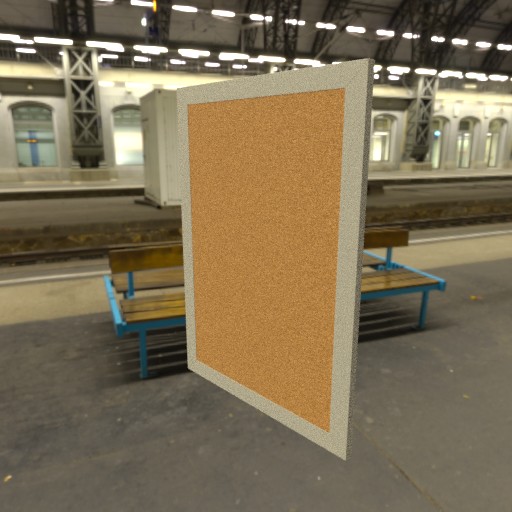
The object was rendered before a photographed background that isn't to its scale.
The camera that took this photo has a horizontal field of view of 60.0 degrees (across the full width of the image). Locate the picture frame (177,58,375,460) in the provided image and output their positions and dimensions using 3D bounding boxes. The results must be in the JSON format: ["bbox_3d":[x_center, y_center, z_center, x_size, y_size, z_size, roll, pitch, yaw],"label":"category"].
[{"bbox_3d":[0.000,0.000,0.606,0.011,0.459,0.326,-13,19,-43],"label":"picture frame"}]
